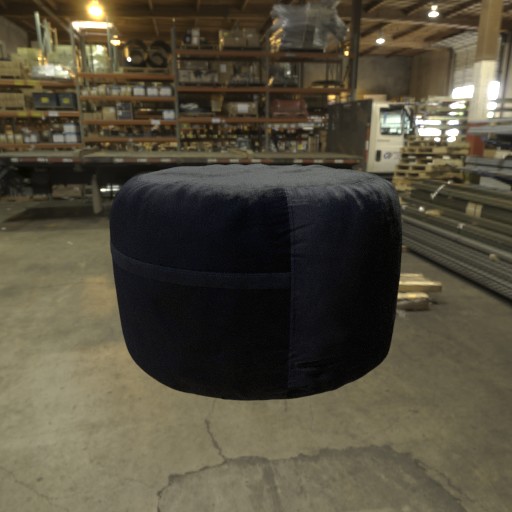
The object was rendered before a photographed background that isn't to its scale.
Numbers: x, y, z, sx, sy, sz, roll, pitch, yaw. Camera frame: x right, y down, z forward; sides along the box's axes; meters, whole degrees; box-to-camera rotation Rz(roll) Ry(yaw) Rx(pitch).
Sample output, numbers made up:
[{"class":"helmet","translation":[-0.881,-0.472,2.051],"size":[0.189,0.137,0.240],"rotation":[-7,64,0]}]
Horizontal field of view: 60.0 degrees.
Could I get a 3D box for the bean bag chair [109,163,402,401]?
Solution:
[{"class":"bean bag chair","translation":[0.000,0.000,1.961],"size":[1.219,0.762,1.219],"rotation":[0,16,0]}]
